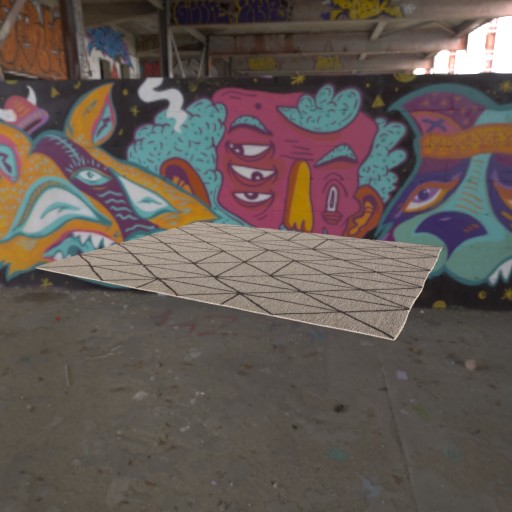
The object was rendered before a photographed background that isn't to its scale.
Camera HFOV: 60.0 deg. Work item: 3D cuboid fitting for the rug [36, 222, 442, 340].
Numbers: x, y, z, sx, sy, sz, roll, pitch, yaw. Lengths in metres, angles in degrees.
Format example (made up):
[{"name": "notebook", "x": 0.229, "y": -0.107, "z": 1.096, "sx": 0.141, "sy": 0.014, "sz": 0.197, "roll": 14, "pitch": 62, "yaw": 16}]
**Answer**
[{"name": "rug", "x": 0.000, "y": 0.000, "z": 4.191, "sx": 3.061, "sy": 0.022, "sz": 2.468, "roll": 8, "pitch": 17, "yaw": 27}]
